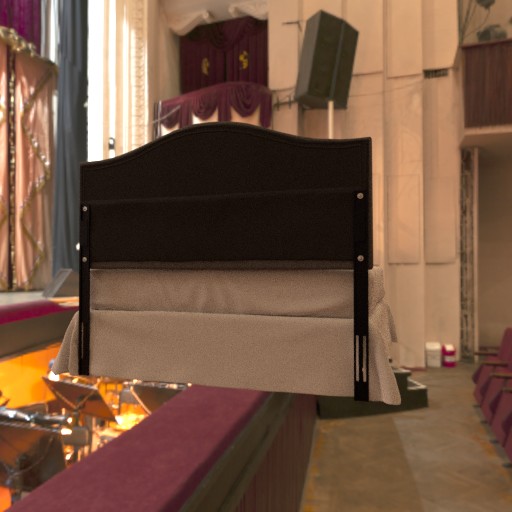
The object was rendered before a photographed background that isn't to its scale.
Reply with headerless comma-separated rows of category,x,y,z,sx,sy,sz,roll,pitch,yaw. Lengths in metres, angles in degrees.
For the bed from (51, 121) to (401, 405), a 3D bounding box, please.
bed,0.000,0.000,3.739,2.314,1.651,2.219,0,-1,18
